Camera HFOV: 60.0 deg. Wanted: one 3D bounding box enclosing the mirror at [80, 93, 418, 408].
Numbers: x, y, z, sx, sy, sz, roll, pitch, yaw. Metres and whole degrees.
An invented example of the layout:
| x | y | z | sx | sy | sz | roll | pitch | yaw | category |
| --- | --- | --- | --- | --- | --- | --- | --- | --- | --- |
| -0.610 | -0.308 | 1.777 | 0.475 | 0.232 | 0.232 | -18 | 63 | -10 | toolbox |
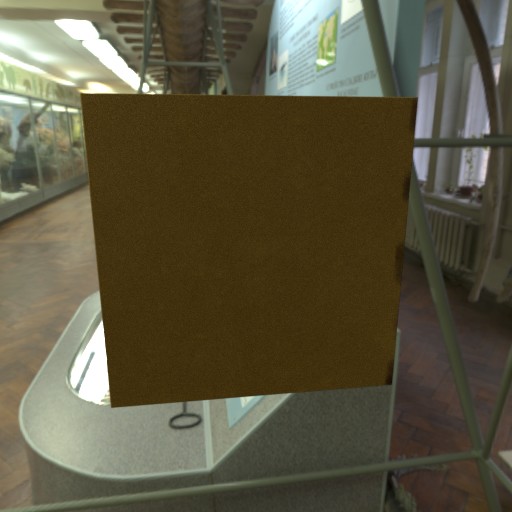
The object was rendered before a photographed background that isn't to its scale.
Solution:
| x | y | z | sx | sy | sz | roll | pitch | yaw | category |
| --- | --- | --- | --- | --- | --- | --- | --- | --- | --- |
| 0.000 | 0.000 | 0.746 | 0.509 | 0.507 | 0.042 | -2 | 15 | -8 | mirror |
